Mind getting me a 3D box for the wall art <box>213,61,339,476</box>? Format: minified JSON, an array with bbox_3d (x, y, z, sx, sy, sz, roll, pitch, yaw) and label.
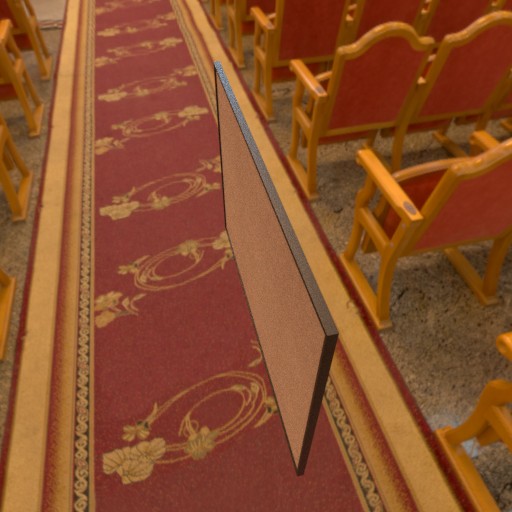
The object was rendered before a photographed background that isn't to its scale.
[{"bbox_3d":[0.000,0.000,1.214,0.019,0.660,0.957,-10,48,-9],"label":"wall art"}]
